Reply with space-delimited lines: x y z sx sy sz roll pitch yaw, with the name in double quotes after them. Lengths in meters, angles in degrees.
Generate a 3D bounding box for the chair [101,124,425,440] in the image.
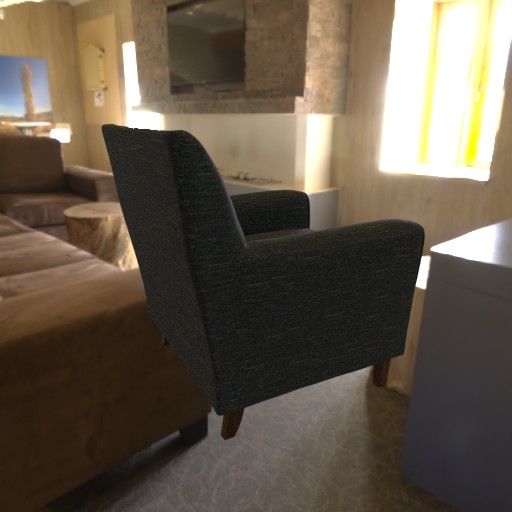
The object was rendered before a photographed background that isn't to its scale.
0.000 0.000 1.635 0.873 0.928 0.864 -9 20 -26 "chair"
